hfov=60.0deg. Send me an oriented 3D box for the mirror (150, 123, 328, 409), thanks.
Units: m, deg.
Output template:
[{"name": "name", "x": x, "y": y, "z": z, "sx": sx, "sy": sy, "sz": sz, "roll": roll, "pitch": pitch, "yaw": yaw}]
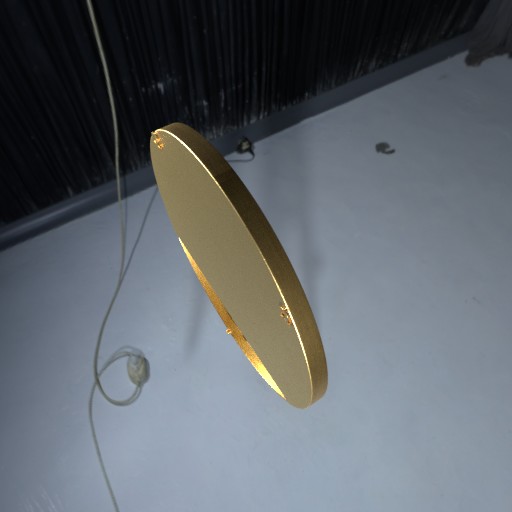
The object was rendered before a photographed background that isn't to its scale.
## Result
[{"name": "mirror", "x": 0.000, "y": 0.000, "z": 0.696, "sx": 0.133, "sy": 0.457, "sz": 0.457, "roll": -28, "pitch": 62, "yaw": -17}]
